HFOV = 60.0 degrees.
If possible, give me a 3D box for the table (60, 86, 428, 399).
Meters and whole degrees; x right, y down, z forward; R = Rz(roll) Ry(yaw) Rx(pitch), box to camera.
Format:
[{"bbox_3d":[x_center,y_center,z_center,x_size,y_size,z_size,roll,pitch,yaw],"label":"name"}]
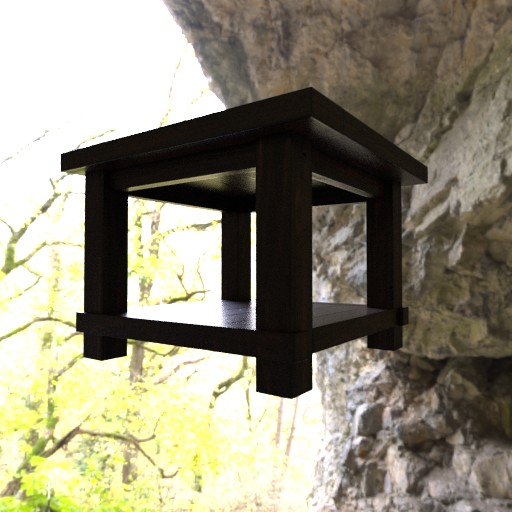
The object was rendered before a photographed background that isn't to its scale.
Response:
[{"bbox_3d":[0.000,0.000,1.007,0.606,0.437,0.593,-1,-2,35],"label":"table"}]
